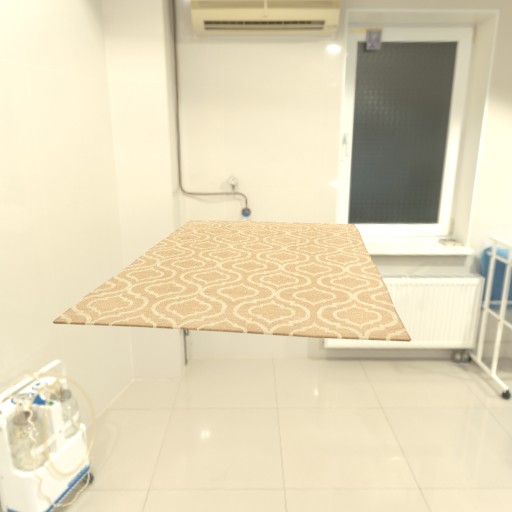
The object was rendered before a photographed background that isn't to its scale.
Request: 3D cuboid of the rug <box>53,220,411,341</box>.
[{"bbox_3d":[0.000,0.000,2.224,1.152,0.013,1.761,2,16,6],"label":"rug"}]
